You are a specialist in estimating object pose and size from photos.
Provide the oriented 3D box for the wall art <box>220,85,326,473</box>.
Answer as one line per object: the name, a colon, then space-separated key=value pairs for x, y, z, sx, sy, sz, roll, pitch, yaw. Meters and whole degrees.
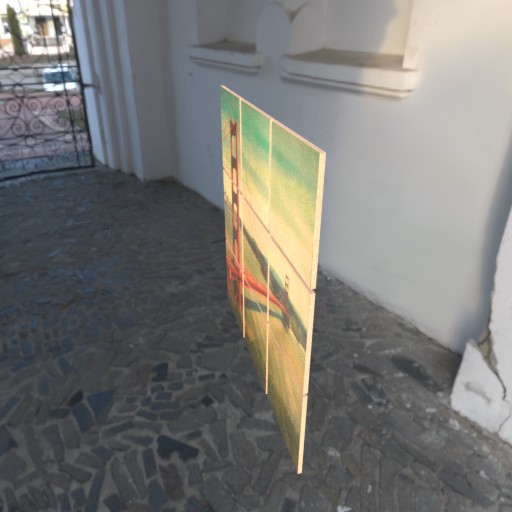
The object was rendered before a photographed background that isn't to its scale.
wall art: x=0.000 y=0.000 z=1.879 sx=0.016 sy=1.207 sz=1.217 roll=-8 pitch=29 yaw=-14
